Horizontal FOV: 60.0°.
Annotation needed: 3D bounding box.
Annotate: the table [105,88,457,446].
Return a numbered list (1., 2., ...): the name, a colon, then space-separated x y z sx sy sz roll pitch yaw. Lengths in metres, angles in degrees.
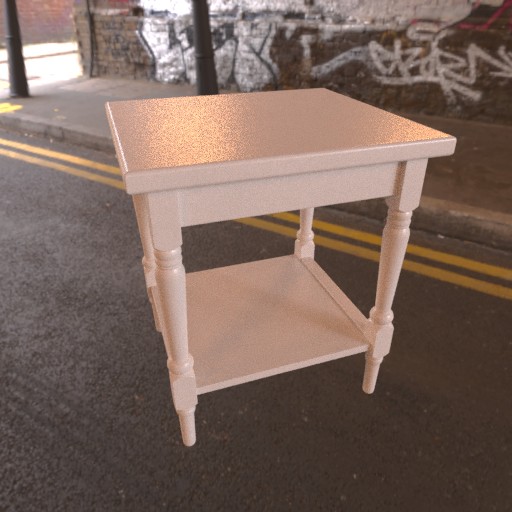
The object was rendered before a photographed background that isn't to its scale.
1. table: 0.000 0.000 0.918 0.488 0.565 0.442 -10 32 -16
